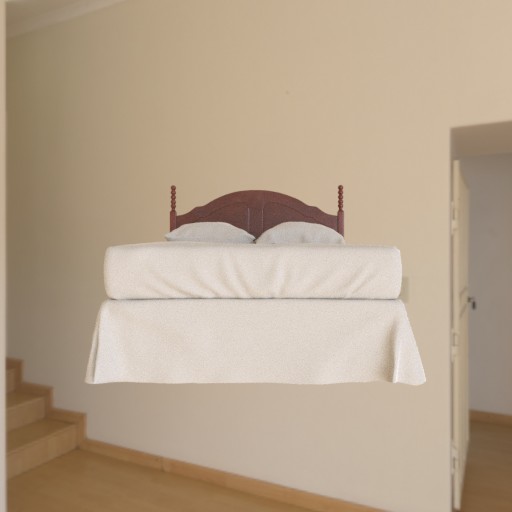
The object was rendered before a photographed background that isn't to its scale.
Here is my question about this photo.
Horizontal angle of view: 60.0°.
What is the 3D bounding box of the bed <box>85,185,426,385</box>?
[{"bbox_3d":[0.000,0.000,3.247,1.873,1.356,2.040,0,0,1],"label":"bed"}]
